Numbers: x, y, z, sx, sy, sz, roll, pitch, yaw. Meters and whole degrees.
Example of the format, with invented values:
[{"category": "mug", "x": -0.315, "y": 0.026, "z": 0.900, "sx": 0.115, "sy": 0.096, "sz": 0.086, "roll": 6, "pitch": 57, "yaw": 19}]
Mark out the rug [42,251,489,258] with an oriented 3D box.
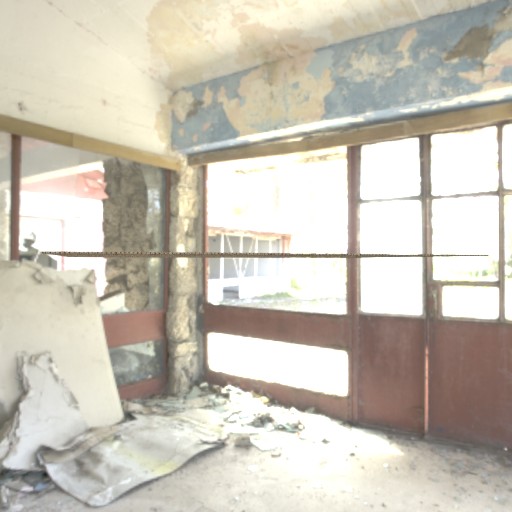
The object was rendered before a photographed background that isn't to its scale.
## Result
[{"category": "rug", "x": 0.000, "y": 0.000, "z": 2.987, "sx": 2.439, "sy": 0.011, "sz": 1.533, "roll": 0, "pitch": -1, "yaw": -19}]
